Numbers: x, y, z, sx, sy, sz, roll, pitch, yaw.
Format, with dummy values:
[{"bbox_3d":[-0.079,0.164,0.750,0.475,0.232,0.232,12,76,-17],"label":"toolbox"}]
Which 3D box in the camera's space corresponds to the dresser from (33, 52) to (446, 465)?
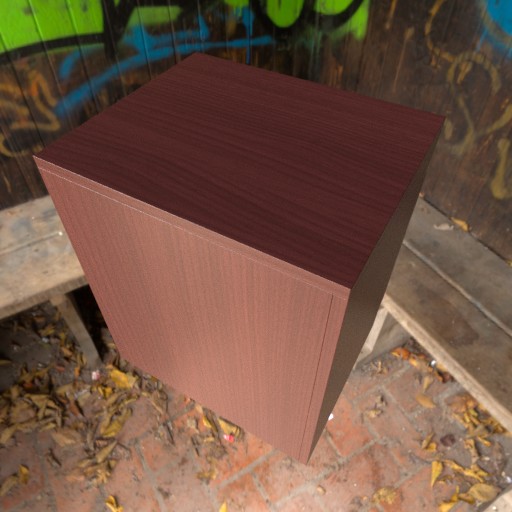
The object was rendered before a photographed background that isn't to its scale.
[{"bbox_3d":[0.000,0.000,0.733,0.400,0.470,0.360,23,51,20],"label":"dresser"}]
